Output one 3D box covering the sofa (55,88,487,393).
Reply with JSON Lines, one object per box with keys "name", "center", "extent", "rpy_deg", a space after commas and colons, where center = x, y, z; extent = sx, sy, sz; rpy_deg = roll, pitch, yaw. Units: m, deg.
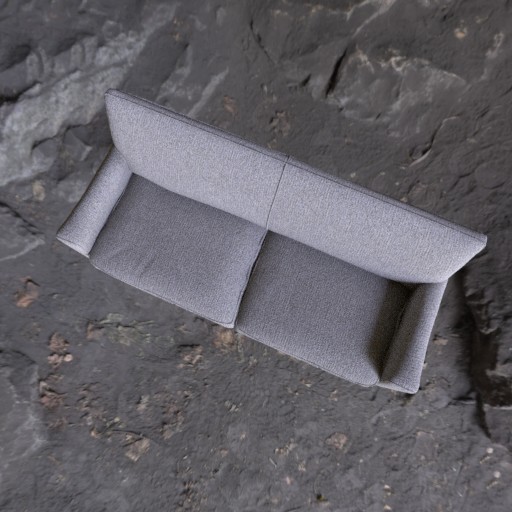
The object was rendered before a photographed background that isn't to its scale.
{"name": "sofa", "center": [0.000, 0.000, 2.490], "extent": [2.026, 0.942, 0.854], "rpy_deg": [23, 77, 6]}
